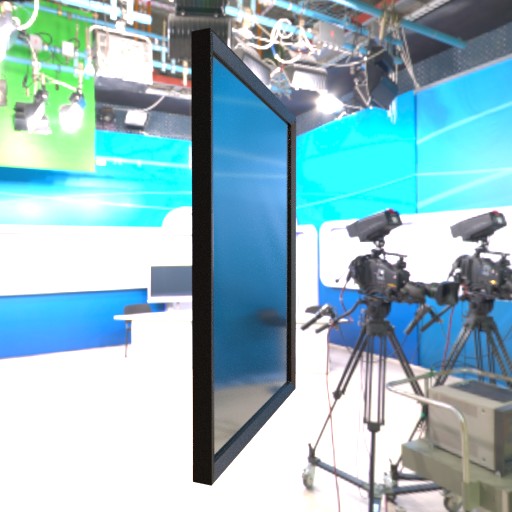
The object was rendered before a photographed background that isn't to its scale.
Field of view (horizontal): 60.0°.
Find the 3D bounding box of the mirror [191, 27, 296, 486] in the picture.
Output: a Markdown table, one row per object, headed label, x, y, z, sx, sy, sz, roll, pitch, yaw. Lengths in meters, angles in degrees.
| label | x | y | z | sx | sy | sz | roll | pitch | yaw |
| --- | --- | --- | --- | --- | --- | --- | --- | --- | --- |
| mirror | 0.000 | 0.000 | 0.930 | 0.039 | 0.710 | 0.507 | 0 | 1 | 20 |
